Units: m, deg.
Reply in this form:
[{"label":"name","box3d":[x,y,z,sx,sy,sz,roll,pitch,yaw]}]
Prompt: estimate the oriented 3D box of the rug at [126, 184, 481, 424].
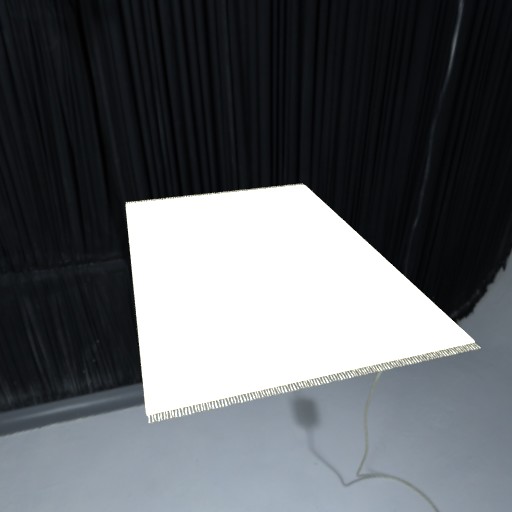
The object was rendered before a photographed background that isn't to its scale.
[{"label":"rug","box3d":[0.000,0.000,2.793,1.514,0.011,2.233,-8,31,-14]}]
